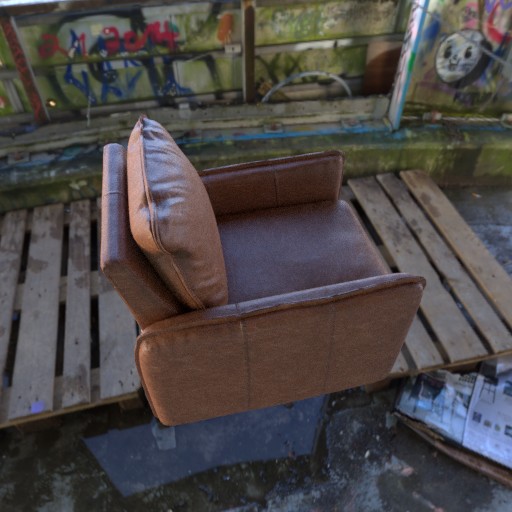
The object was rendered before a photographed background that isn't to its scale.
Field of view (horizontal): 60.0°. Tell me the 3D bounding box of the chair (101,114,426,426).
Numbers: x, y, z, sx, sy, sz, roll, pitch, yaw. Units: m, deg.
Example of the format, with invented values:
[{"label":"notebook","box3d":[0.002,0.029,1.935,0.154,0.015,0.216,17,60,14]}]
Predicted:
[{"label":"chair","box3d":[0.000,0.000,1.608,0.922,0.922,0.830,-9,47,-9]}]
